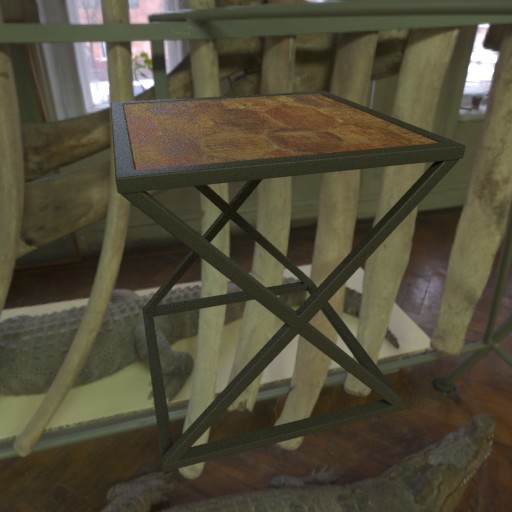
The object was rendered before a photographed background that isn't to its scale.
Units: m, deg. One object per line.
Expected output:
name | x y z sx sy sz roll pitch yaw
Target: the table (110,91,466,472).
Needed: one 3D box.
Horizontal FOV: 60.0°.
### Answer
table | 0.000 0.000 0.939 0.500 0.565 0.500 -8 31 -14
